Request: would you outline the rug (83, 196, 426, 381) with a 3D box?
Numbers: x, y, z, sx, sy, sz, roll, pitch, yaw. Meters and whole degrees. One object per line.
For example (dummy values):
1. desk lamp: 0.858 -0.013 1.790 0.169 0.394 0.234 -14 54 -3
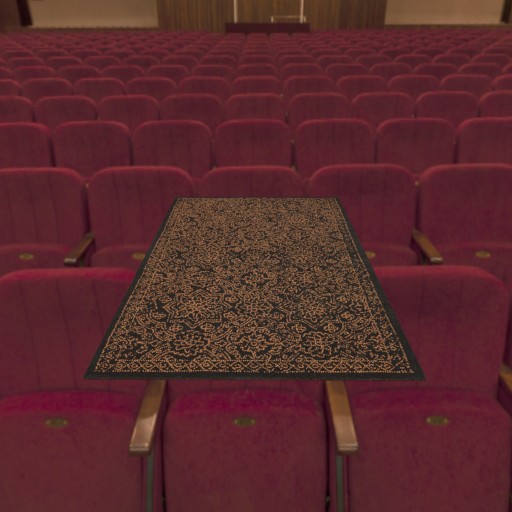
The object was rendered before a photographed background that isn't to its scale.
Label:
1. rug: 0.000 0.000 3.053 1.526 0.015 2.441 0 27 0
